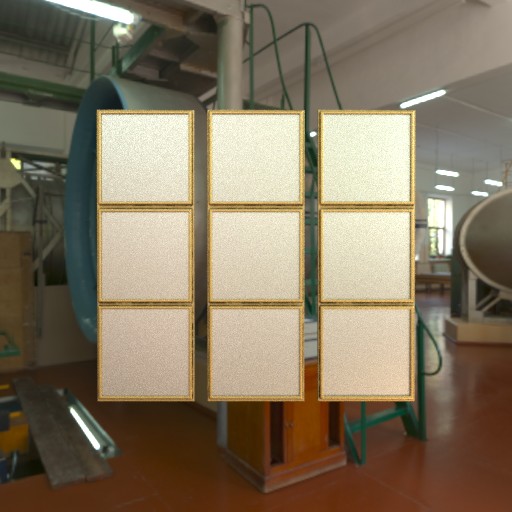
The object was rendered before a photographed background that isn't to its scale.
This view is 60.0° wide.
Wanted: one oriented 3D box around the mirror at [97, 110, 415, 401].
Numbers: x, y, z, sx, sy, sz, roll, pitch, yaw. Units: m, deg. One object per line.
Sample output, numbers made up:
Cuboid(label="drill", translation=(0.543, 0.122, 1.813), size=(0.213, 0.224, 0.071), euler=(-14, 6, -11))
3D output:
Cuboid(label="mirror", translation=(0.000, 0.000, 1.411), size=(1.011, 0.926, 0.023), euler=(0, 0, 0))
